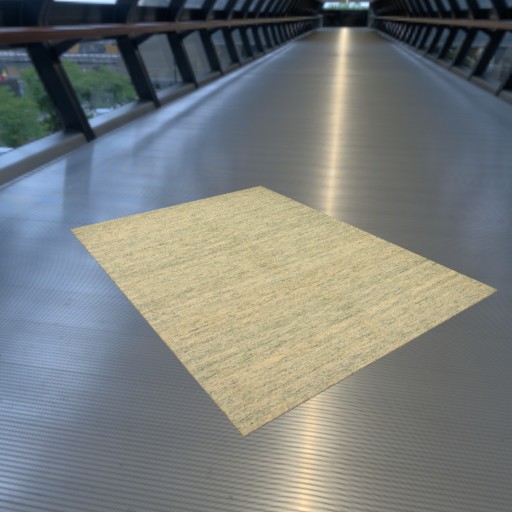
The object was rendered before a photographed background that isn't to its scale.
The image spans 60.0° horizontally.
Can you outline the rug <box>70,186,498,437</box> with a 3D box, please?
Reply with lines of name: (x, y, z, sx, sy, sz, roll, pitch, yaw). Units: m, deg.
rug: (0.000, 0.000, 4.047, 2.437, 0.014, 3.201, -18, 32, -31)
